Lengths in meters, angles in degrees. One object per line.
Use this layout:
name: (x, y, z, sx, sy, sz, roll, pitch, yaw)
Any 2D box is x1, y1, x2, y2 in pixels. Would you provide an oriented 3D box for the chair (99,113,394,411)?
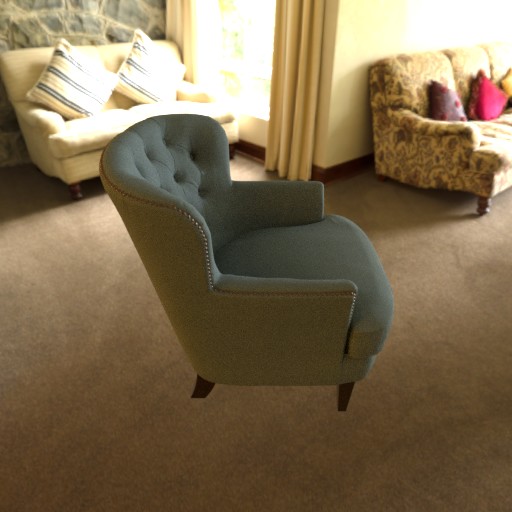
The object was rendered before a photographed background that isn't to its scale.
chair: (0.000, 0.000, 1.584, 0.906, 0.868, 0.848, 0, 31, 0)
